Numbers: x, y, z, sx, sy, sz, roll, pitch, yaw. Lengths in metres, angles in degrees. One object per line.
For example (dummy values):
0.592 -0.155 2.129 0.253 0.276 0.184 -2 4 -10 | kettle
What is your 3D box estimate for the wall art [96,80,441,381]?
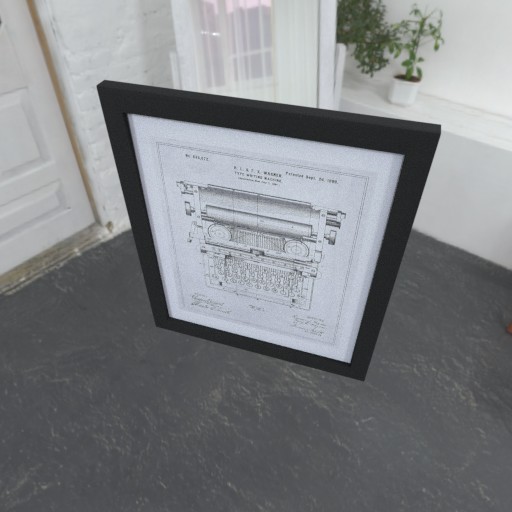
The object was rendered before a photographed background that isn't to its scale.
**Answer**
0.000 0.000 0.713 0.432 0.508 0.021 12 44 13 | wall art
